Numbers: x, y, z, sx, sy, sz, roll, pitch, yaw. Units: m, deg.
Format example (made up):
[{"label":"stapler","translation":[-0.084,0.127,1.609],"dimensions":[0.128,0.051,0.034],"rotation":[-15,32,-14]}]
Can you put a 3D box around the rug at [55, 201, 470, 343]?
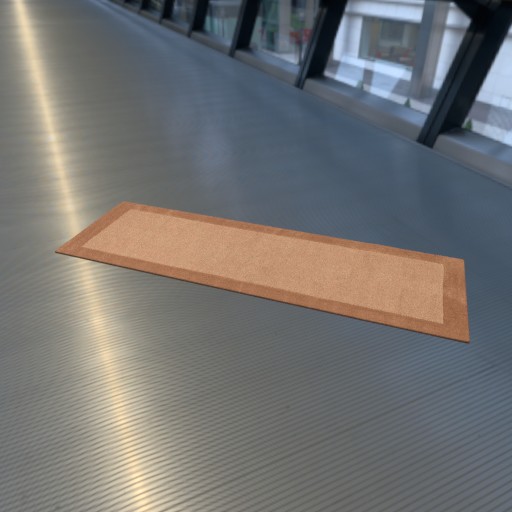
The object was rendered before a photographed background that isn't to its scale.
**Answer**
[{"label":"rug","translation":[0.000,0.000,2.761],"dimensions":[2.439,0.017,0.764],"rotation":[11,34,16]}]
